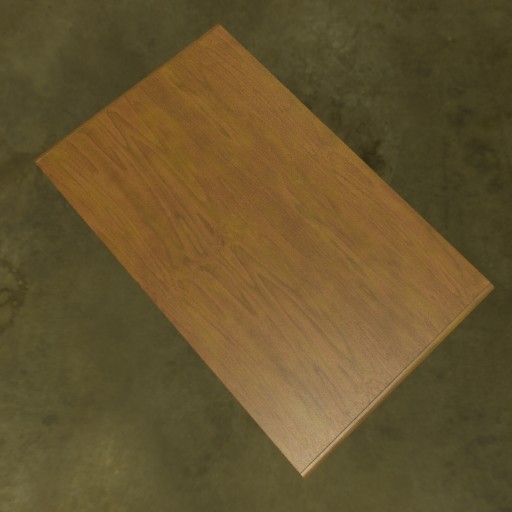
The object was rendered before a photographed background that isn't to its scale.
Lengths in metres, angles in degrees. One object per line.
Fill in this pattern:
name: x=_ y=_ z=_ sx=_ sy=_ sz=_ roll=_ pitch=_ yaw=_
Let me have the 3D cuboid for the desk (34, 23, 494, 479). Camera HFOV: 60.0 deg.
desk: x=0.000 y=0.000 z=1.511 sx=0.660 sy=0.754 sz=1.066 roll=-41 pitch=79 yaw=-10
